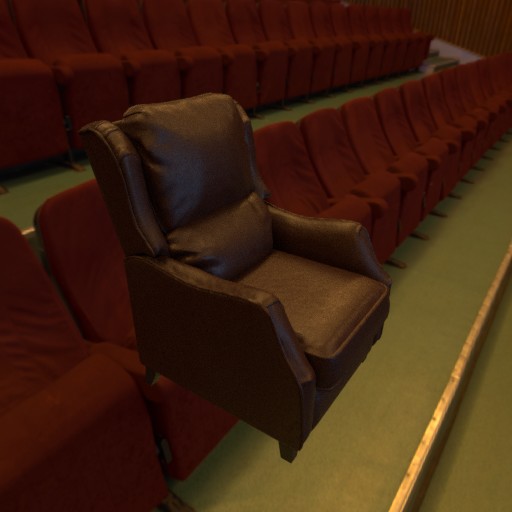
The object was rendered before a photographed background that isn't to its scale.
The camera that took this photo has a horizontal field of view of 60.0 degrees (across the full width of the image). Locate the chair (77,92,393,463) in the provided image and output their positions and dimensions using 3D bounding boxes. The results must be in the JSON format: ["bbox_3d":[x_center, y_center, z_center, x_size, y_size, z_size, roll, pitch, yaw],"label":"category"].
[{"bbox_3d":[0.000,0.000,1.741,0.982,1.132,0.770,18,33,30],"label":"chair"}]
